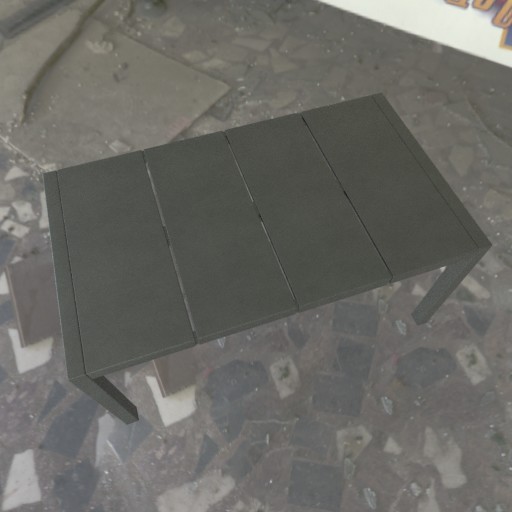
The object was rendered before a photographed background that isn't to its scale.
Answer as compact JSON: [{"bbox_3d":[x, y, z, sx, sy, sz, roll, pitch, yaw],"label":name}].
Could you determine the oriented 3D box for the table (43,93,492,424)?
[{"bbox_3d":[0.000,0.000,1.272,0.965,0.460,0.559,-16,60,-10],"label":"table"}]
